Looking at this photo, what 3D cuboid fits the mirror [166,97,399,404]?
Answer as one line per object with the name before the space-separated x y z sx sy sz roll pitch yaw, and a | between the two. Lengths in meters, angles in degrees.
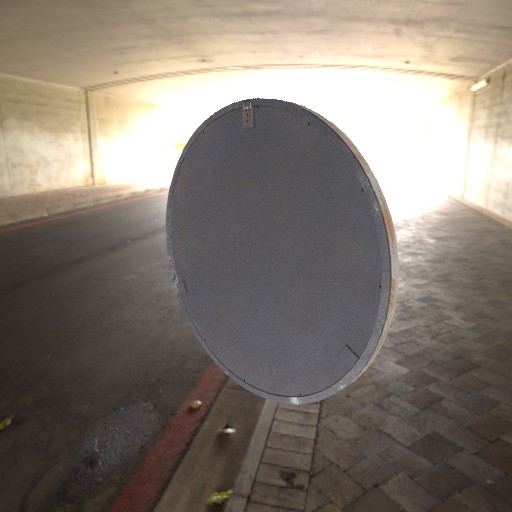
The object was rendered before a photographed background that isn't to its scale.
mirror | 0.000 0.000 1.055 0.710 0.710 0.038 13 19 43
